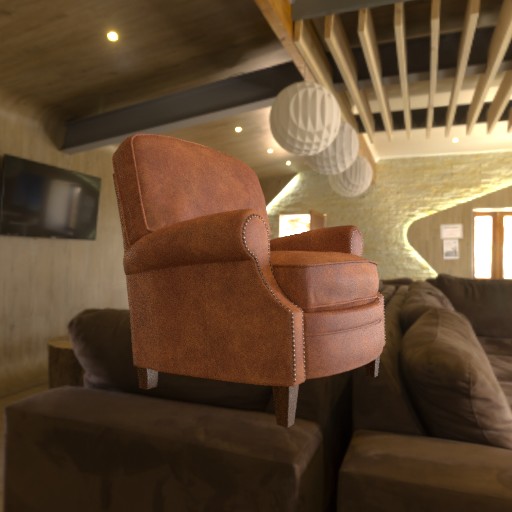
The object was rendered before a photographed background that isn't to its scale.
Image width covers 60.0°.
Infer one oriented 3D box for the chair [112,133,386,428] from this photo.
[{"bbox_3d":[0.000,0.000,1.819,0.986,1.018,0.936,0,-1,36],"label":"chair"}]
